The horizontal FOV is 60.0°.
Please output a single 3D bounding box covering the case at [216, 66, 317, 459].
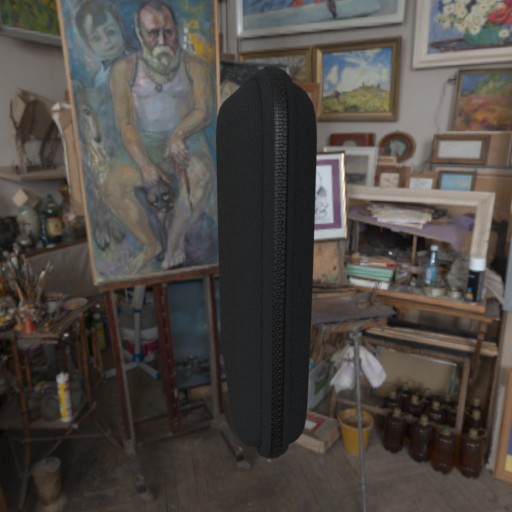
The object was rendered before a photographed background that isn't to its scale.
[{"bbox_3d":[0.000,0.000,0.197,0.030,0.147,0.107,-2,16,-8],"label":"case"}]
